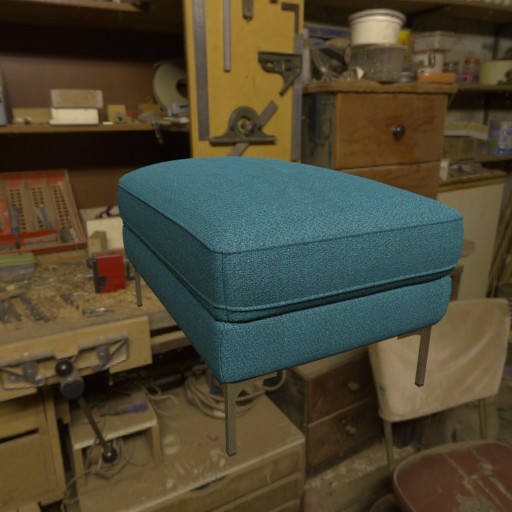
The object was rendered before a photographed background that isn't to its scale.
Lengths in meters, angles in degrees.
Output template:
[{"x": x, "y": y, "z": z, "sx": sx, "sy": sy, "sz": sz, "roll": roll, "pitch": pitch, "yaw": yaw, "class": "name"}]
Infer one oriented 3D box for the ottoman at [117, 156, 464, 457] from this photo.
[{"x": 0.000, "y": 0.000, "z": 1.189, "sx": 0.563, "sy": 0.498, "sz": 0.856, "roll": -9, "pitch": 20, "yaw": -26, "class": "ottoman"}]
